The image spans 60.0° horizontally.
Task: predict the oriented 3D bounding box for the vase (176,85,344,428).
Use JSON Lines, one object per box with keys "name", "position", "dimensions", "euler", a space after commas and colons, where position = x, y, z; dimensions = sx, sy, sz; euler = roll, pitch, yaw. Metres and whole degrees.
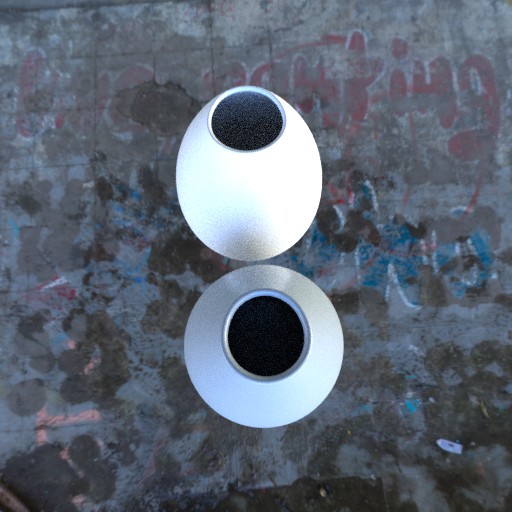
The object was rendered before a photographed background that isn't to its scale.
{"name": "vase", "position": [0.000, 0.000, 0.251], "dimensions": [0.089, 0.131, 0.187], "euler": [-5, 77, -1]}
